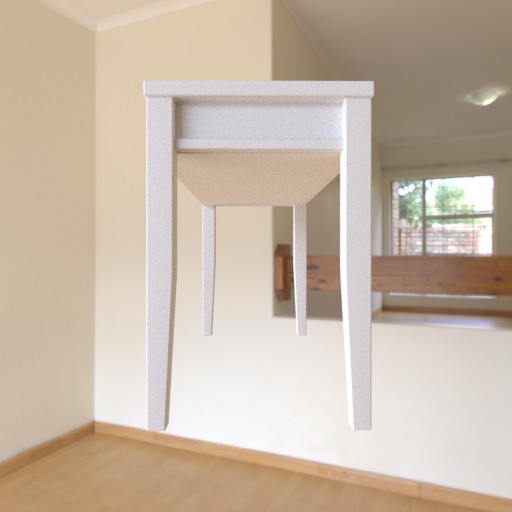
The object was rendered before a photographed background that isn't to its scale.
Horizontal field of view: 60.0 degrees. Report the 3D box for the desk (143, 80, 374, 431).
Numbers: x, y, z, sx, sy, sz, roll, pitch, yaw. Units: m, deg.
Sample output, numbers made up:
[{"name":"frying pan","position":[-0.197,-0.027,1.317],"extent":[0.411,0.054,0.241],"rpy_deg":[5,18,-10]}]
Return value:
[{"name":"desk","position":[0.000,0.000,1.582],"extent":[0.508,0.775,1.220],"rpy_deg":[0,0,-1]}]
